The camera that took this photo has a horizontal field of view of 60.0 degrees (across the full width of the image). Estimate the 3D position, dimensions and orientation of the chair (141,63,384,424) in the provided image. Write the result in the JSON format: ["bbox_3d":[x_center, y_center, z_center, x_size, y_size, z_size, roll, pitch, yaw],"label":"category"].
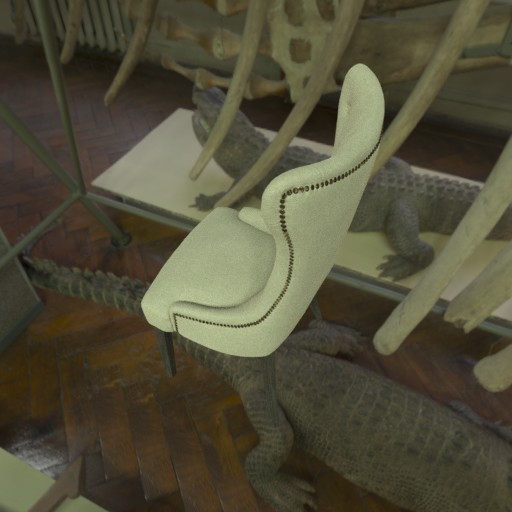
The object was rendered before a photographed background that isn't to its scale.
[{"bbox_3d":[0.000,0.000,1.392,0.590,1.065,0.584,18,49,16],"label":"chair"}]
